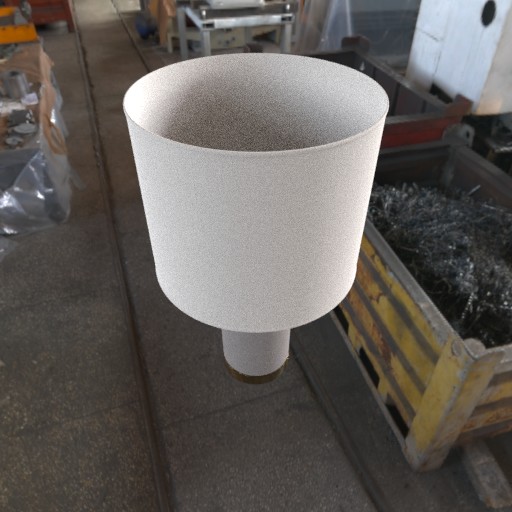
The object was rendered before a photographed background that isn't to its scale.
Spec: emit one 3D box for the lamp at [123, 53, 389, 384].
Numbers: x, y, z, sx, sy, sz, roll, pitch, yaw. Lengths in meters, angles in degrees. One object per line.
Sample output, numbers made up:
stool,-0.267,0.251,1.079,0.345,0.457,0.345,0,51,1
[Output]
lamp,0.000,0.000,0.514,0.229,0.380,0.229,0,40,0
